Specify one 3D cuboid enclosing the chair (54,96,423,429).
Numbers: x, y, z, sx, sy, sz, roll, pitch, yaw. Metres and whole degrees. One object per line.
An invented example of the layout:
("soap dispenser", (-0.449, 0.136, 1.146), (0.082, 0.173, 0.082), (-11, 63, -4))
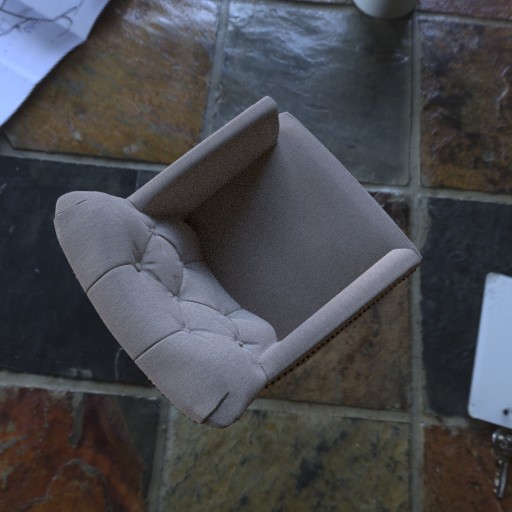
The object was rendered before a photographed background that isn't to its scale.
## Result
("chair", (0.000, 0.000, 1.493), (0.902, 0.823, 0.737), (-38, 78, -9))
